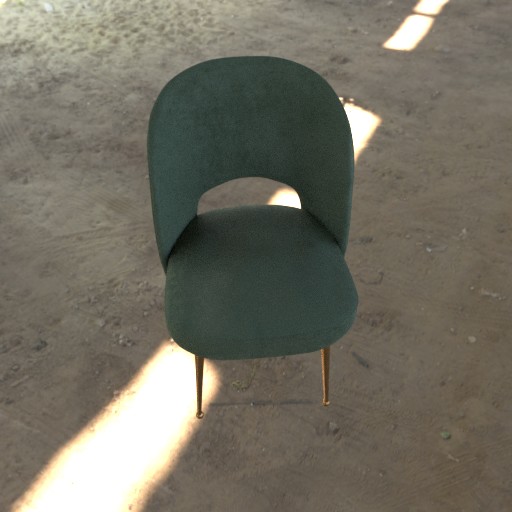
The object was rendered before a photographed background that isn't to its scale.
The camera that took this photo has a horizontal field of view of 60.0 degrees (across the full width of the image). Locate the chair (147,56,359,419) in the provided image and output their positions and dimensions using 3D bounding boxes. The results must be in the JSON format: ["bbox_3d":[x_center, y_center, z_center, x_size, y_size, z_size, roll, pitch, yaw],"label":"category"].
[{"bbox_3d":[0.000,0.000,1.227,0.527,0.860,0.577,-4,47,-4],"label":"chair"}]
